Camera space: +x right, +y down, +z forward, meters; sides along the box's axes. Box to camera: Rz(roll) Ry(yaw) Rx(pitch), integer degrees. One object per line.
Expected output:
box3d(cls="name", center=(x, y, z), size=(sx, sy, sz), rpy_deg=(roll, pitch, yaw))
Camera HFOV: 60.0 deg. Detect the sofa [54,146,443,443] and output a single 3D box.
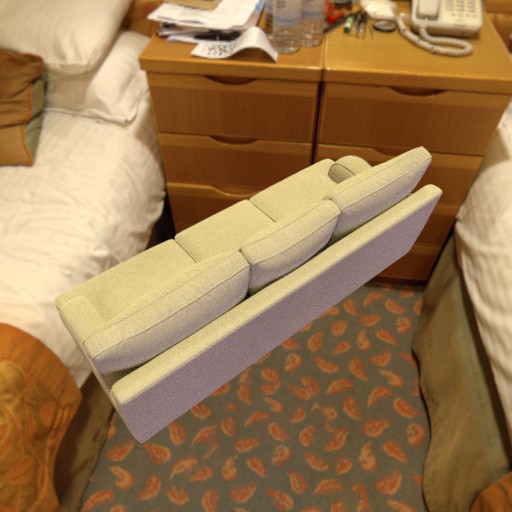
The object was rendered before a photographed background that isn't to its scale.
box3d(cls="sofa", center=(0.000, 0.000, 2.827), size=(2.323, 0.991, 1.016), rpy_deg=(-30, 54, -25))
